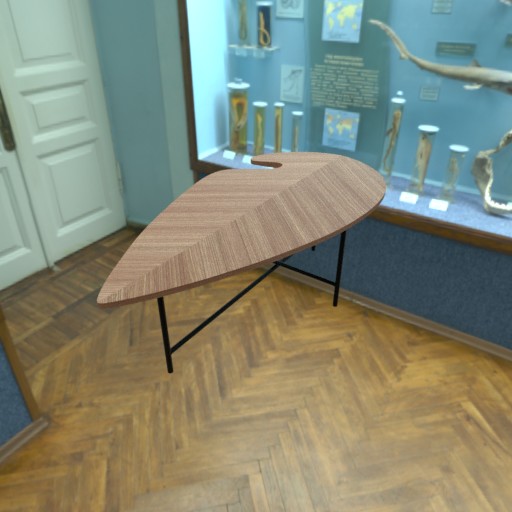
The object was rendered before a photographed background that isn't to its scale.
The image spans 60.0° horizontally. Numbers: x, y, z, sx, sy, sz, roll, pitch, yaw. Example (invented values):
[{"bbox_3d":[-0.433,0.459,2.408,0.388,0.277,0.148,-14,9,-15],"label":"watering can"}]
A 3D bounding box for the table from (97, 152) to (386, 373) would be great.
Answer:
[{"bbox_3d":[0.000,0.000,1.487,0.598,0.360,1.199,21,37,30],"label":"table"}]
